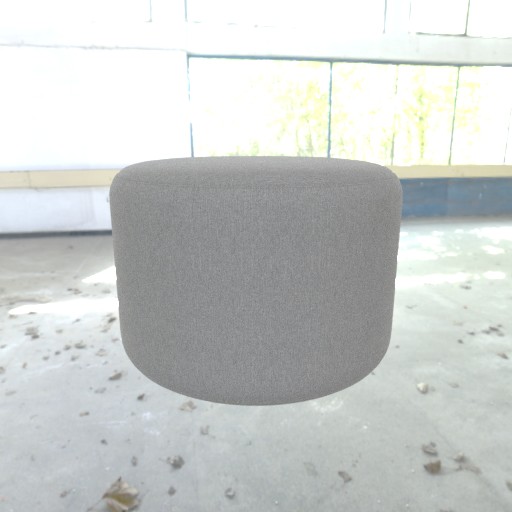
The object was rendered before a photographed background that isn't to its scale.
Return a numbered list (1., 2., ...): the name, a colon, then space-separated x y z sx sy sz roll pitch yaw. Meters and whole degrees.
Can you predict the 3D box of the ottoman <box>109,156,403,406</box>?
1. ottoman: 0.000 0.000 1.000 0.608 0.433 0.608 0 15 0
